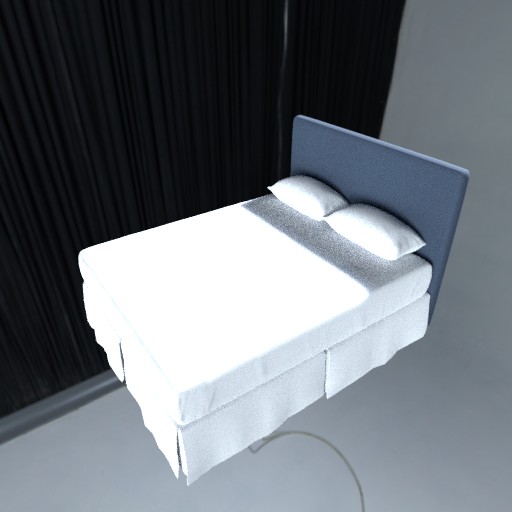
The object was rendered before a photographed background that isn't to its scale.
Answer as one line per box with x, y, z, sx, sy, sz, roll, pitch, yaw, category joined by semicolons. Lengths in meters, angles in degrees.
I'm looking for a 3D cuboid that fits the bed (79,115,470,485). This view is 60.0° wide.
0.000;0.000;3.118;2.162;1.330;1.713;-20;37;-29;bed
